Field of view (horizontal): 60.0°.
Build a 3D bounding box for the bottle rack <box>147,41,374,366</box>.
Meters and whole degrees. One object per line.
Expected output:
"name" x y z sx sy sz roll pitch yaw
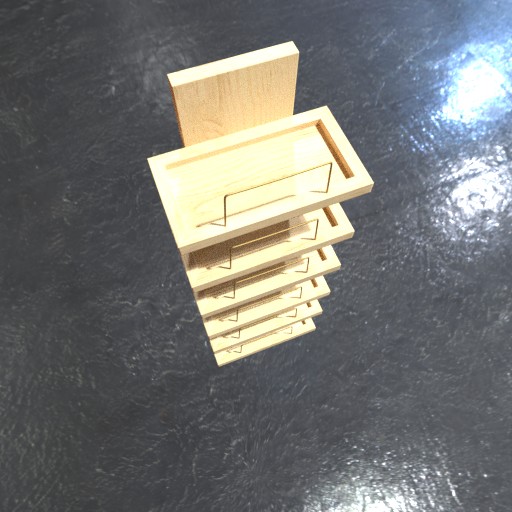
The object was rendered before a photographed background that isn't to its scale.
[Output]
"bottle rack" 0.000 0.000 1.040 0.330 0.943 0.206 -19 65 -9
